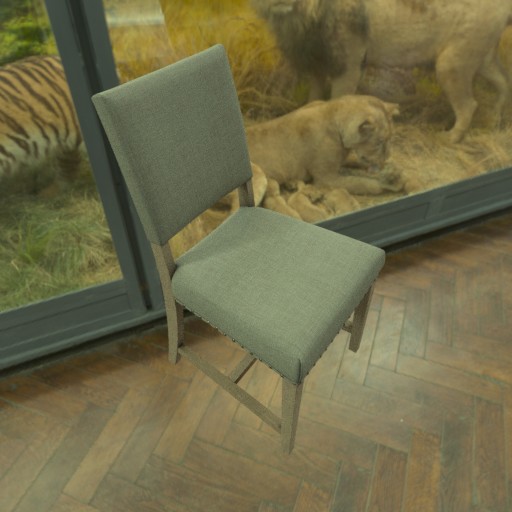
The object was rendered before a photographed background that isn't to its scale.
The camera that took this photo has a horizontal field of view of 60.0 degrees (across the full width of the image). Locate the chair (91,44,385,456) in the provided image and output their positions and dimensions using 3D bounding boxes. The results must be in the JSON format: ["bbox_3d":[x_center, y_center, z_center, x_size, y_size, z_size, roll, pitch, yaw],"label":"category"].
[{"bbox_3d":[0.000,0.000,1.313,0.622,0.986,0.508,26,48,25],"label":"chair"}]
